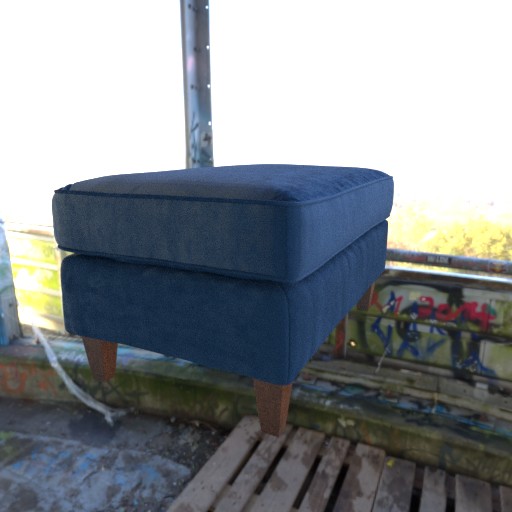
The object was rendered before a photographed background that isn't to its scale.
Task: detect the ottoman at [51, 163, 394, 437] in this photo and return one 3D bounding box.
[{"bbox_3d":[0.000,0.000,1.216,0.583,0.484,0.862,7,16,26],"label":"ottoman"}]
